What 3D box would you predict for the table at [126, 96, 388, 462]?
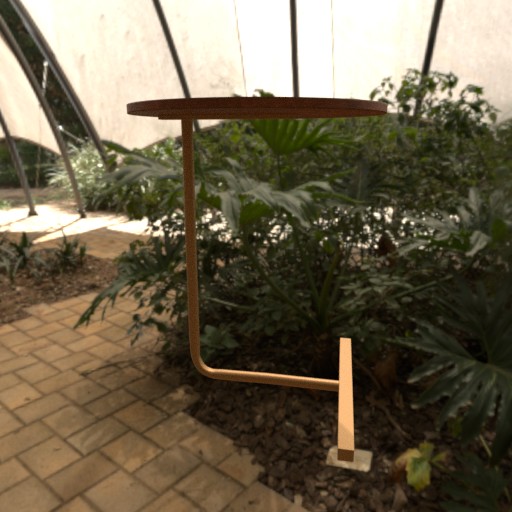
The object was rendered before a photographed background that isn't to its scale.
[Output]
[{"bbox_3d":[0.000,0.000,1.103,0.577,0.706,0.530,3,15,11],"label":"table"}]
